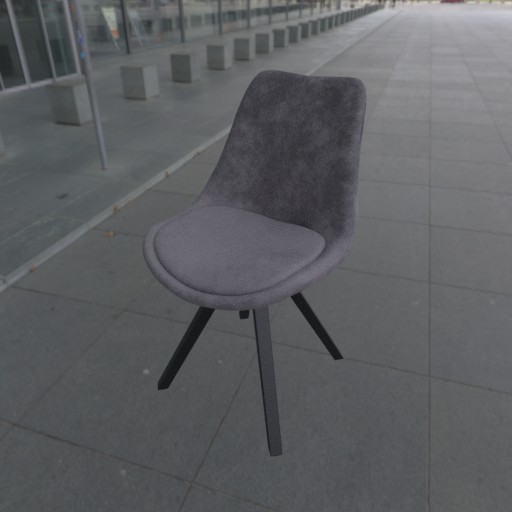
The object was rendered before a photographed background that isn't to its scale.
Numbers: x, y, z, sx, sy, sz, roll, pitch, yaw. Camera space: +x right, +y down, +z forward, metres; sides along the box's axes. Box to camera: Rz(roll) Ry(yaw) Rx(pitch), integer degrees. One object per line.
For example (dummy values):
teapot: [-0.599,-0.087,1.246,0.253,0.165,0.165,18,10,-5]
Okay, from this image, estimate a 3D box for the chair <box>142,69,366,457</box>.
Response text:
chair: [0.000,0.000,1.185,0.485,0.850,0.550,19,36,28]
